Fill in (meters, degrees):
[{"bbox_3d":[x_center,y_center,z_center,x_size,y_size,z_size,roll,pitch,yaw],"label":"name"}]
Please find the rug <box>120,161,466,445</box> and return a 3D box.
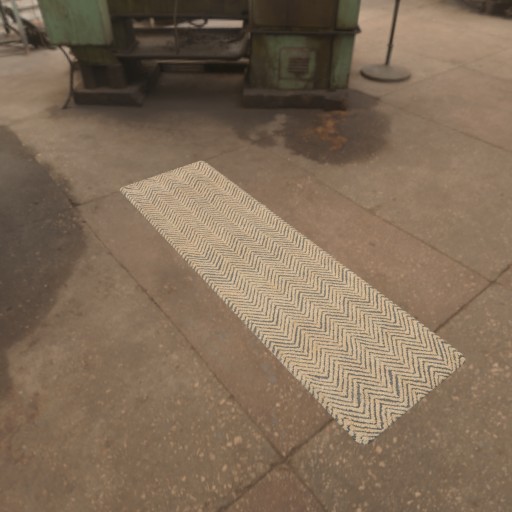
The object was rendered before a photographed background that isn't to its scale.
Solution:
[{"bbox_3d":[0.000,0.000,2.534,0.686,0.008,2.286,-26,47,-27],"label":"rug"}]
